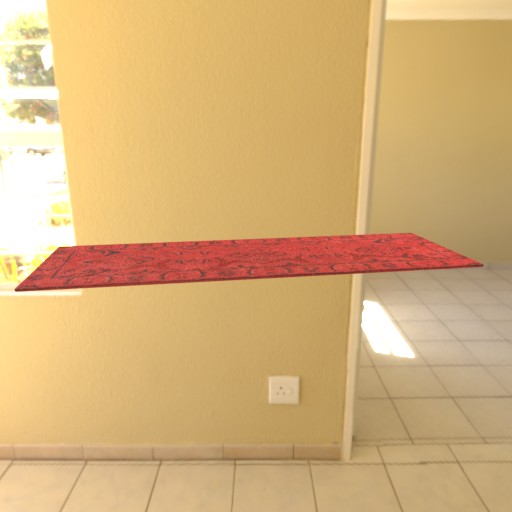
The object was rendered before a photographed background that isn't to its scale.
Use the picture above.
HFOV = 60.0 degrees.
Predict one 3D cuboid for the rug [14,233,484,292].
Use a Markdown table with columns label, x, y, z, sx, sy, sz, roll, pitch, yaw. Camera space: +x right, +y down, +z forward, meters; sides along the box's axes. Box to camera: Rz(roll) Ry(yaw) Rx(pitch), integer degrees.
| label | x | y | z | sx | sy | sz | roll | pitch | yaw |
| --- | --- | --- | --- | --- | --- | --- | --- | --- | --- |
| rug | 0.000 | 0.000 | 2.658 | 2.439 | 0.018 | 0.813 | -3 | 16 | -9 |
